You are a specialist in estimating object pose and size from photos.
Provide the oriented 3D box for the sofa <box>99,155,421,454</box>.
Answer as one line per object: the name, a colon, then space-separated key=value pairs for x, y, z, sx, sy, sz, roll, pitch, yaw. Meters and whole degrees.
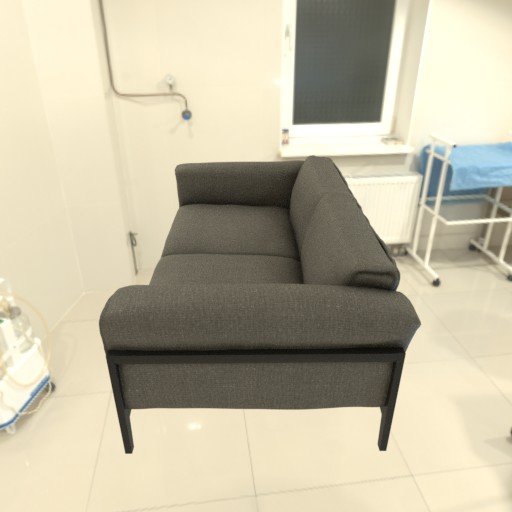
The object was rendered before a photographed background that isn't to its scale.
sofa: x=0.000 y=0.000 z=2.124 sx=0.960 sy=0.656 sz=1.690 roll=0 pitch=28 yaw=-1
